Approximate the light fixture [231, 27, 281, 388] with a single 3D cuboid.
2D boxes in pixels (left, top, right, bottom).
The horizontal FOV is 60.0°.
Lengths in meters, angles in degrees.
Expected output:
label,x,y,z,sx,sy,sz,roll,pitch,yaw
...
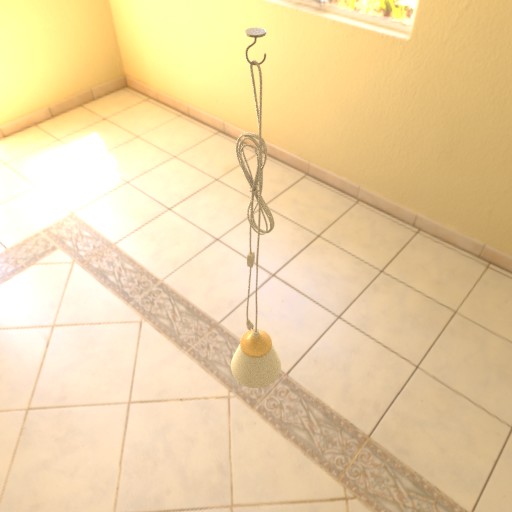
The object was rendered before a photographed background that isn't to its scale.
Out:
label,x,y,z,sx,sy,sz,roll,pitch,yaw
light fixture,0.000,0.000,1.008,0.153,0.966,0.153,24,51,21
